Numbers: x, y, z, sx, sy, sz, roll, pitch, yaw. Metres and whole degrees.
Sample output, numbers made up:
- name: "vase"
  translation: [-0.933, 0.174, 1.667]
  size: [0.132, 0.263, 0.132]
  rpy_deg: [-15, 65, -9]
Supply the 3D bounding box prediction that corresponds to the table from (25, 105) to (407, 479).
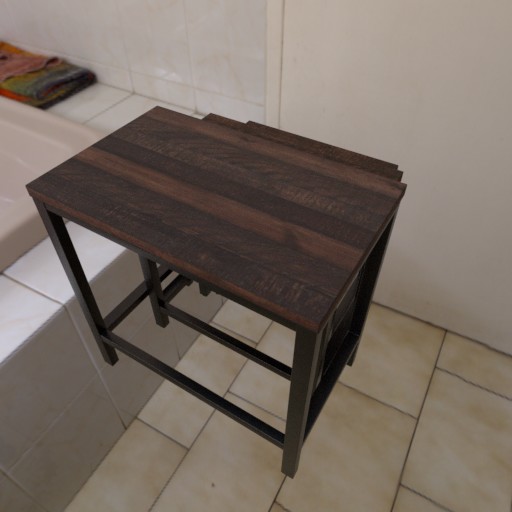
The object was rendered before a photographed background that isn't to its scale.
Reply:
- name: "table"
  translation: [0.000, 0.000, 1.130]
  size: [0.608, 0.616, 0.660]
  rpy_deg: [23, 49, 22]
